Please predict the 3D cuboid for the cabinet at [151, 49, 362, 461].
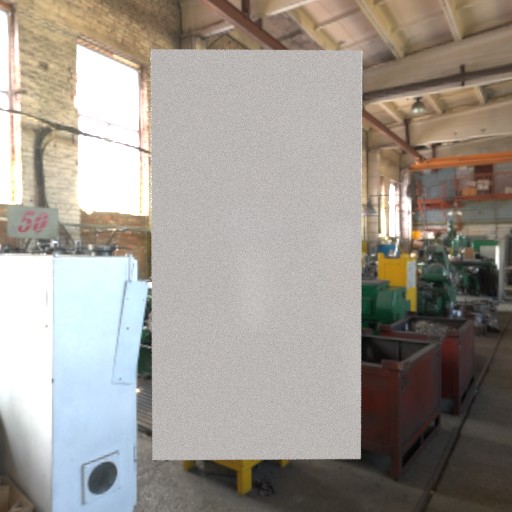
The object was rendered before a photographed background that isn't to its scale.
[{"bbox_3d":[0.000,0.000,2.359,0.980,1.920,0.580,0,1,-1],"label":"cabinet"}]
